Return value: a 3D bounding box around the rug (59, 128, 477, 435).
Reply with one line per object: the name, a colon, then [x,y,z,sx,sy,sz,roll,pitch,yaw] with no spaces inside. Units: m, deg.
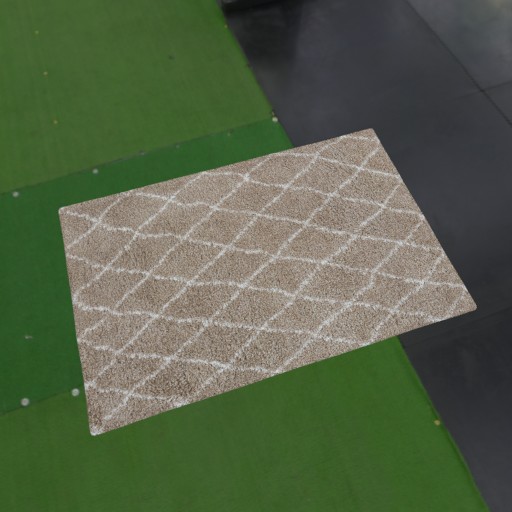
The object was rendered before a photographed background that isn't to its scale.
rug: [0.000,0.000,3.349,2.743,0.030,1.778,-16,64,-8]
